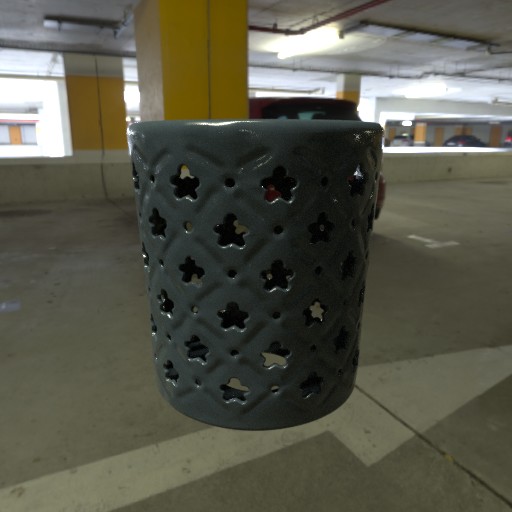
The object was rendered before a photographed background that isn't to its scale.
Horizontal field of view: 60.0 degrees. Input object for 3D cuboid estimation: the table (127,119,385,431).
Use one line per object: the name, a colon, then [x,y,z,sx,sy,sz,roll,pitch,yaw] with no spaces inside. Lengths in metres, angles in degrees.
table: [0.000,0.000,0.670,0.352,0.387,0.352,0,15,0]
